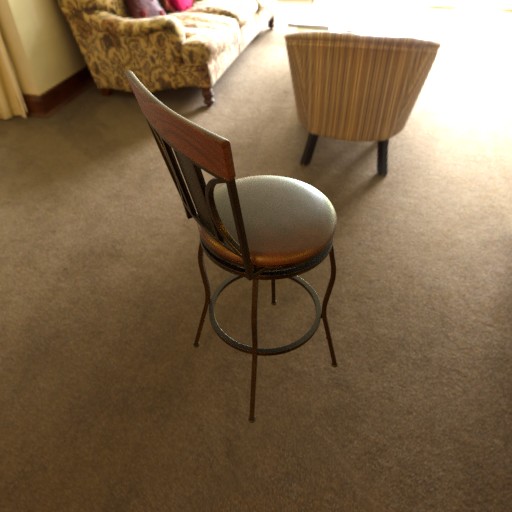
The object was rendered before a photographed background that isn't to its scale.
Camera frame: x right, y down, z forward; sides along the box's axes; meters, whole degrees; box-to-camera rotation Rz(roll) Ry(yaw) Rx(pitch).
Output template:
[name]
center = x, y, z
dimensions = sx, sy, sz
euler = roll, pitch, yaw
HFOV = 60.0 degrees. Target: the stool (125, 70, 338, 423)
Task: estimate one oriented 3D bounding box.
[stool]
center = 0.000, 0.000, 1.423
dimensions = 0.513, 1.130, 0.448
euler = -25, 48, -26
